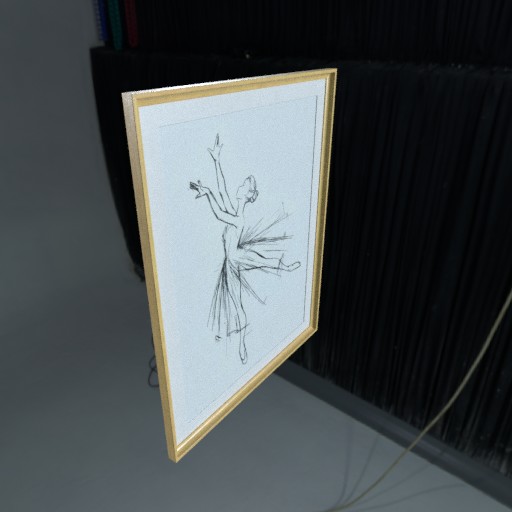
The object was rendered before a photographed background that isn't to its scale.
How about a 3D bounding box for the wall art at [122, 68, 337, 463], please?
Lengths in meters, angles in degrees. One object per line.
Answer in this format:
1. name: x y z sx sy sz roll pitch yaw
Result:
1. wall art: 0.000 0.000 1.337 0.030 1.002 0.798 19 32 33
